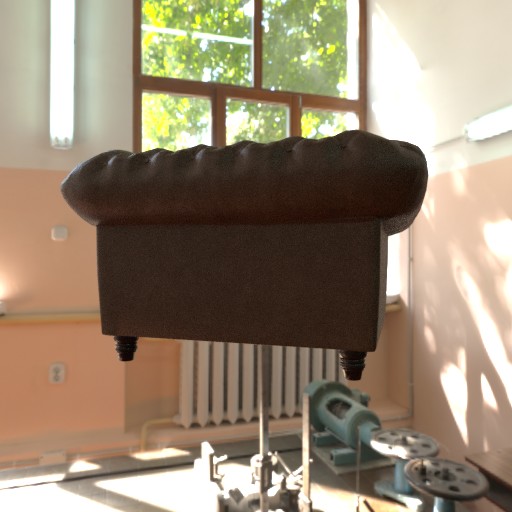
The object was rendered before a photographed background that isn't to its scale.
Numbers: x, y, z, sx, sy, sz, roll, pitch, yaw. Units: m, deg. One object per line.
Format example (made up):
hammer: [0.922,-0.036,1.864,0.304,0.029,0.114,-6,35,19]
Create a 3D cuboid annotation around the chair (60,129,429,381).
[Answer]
chair: [0.000,0.000,1.825,1.298,0.784,0.954,0,0,18]
